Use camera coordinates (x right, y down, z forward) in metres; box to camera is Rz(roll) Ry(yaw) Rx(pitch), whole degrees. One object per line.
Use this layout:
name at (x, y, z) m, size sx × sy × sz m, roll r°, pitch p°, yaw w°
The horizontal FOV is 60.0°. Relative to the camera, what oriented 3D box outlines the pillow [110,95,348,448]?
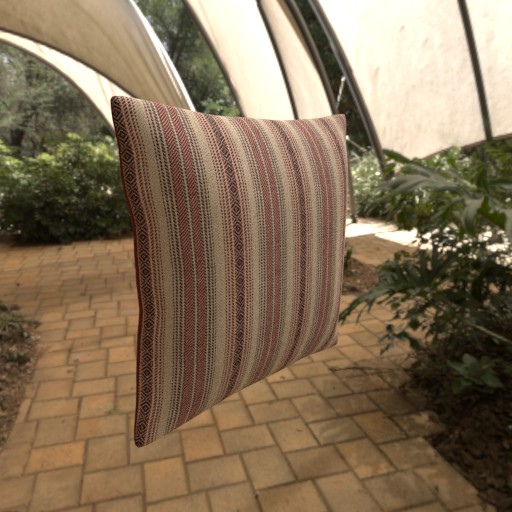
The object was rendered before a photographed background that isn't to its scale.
pillow at (0.000, 0.000, 0.776) m, size 0.513 × 0.497 × 0.166 m, roll -14°, pitch 20°, yaw -43°
